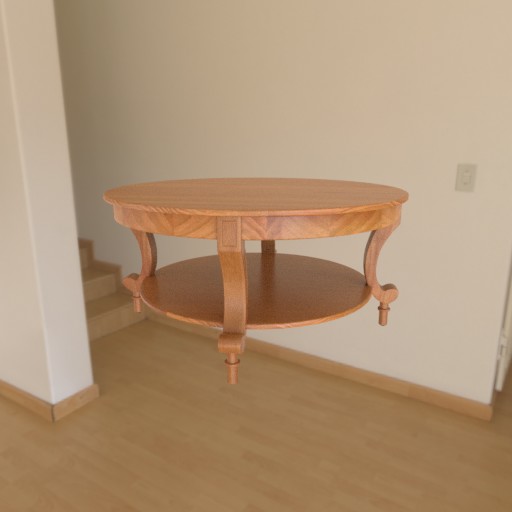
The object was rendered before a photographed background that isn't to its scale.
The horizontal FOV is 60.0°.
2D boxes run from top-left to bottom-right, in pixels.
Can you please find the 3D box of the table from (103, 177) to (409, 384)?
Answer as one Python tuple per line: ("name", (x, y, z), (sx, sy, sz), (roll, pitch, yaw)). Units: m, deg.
("table", (0.000, 0.000, 1.624), (1.029, 0.490, 1.029), (0, 14, 0))
